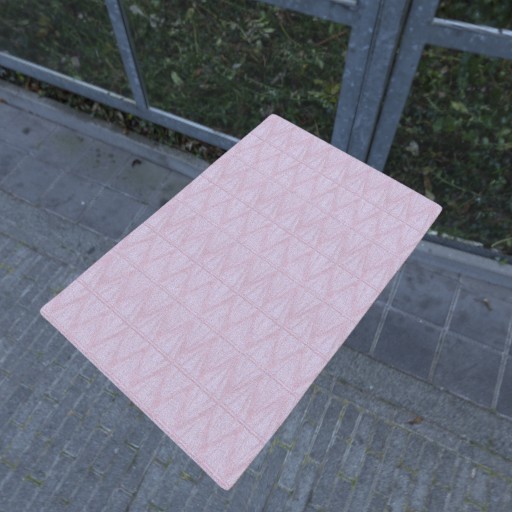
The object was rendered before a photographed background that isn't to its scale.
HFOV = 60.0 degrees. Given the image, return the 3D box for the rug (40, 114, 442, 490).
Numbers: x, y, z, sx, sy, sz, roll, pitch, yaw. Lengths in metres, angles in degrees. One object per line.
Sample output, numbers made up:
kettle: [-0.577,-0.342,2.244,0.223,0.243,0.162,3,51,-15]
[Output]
rug: [0.000,0.000,3.019,1.609,0.015,2.390,35,64,20]
